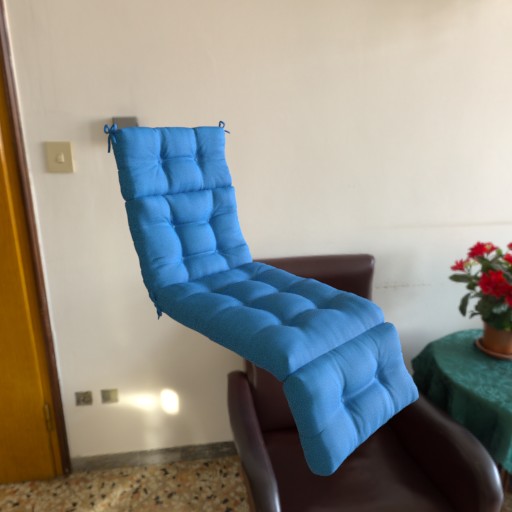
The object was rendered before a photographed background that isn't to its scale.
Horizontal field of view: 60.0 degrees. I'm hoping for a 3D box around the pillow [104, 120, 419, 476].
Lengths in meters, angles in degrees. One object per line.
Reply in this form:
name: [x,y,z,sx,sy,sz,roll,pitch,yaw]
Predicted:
pillow: [0.000,0.000,1.471,0.526,0.863,1.016,-16,23,-42]
